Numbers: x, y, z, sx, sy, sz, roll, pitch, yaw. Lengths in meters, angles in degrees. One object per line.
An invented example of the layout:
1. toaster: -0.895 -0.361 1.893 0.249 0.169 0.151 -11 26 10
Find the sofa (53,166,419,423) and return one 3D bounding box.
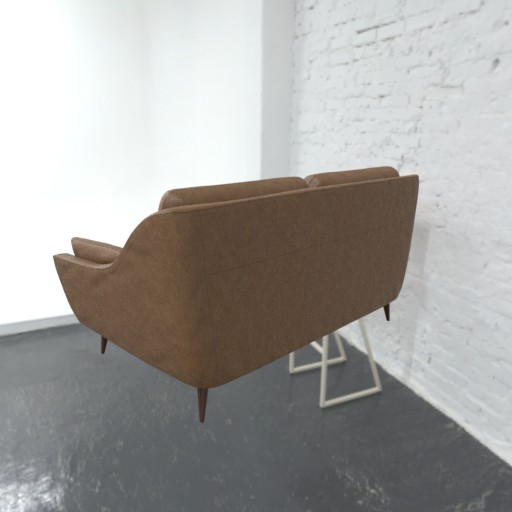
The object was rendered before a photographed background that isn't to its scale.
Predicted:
1. sofa: 0.000 0.000 2.318 1.731 0.886 0.981 -15 22 -41
